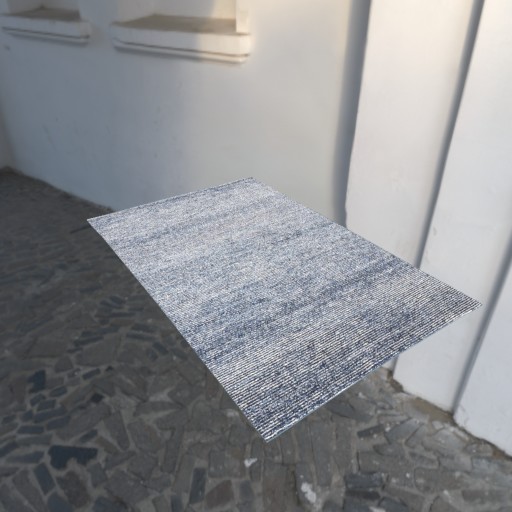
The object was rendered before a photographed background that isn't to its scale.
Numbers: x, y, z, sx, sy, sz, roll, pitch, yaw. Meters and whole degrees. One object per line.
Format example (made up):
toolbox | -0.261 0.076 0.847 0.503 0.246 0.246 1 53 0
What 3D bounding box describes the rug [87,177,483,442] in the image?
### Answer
rug | 0.000 0.000 2.187 1.135 0.010 1.740 -20 37 -29
